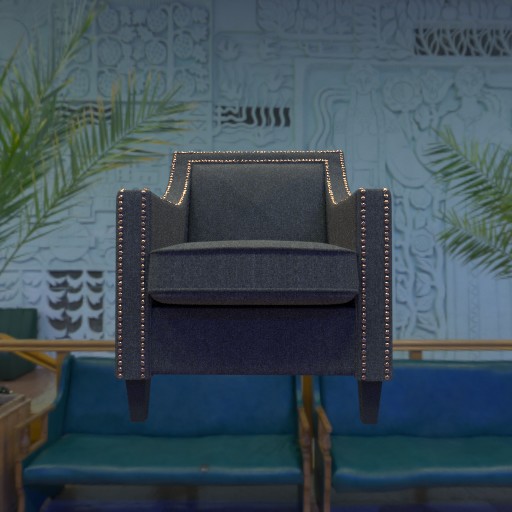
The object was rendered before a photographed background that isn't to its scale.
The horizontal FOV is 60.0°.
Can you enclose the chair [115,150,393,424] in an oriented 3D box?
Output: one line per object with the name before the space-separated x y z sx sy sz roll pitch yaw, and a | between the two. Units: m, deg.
chair | 0.000 0.000 1.606 0.776 0.967 0.884 0 -2 1
